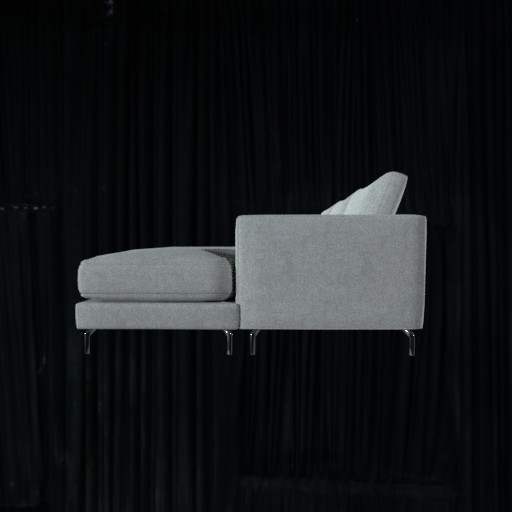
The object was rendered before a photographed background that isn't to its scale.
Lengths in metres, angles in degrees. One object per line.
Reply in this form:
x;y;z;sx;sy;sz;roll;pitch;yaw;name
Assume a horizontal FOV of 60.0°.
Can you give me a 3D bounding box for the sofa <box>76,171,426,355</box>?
0.000;0.000;3.194;1.626;0.864;2.438;0;1;1;sofa
